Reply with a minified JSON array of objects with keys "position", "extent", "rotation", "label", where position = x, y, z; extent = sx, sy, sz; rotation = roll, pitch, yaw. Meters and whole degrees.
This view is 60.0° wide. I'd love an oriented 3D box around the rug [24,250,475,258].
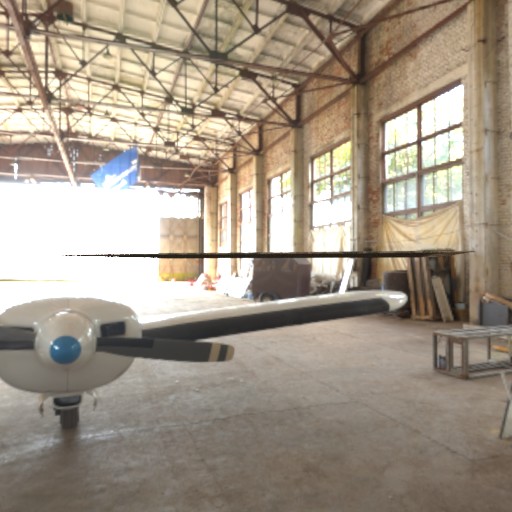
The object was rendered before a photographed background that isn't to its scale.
[{"position":[0.000,0.000,2.954],"extent":[2.438,0.011,1.524],"rotation":[0,-1,17],"label":"rug"}]
